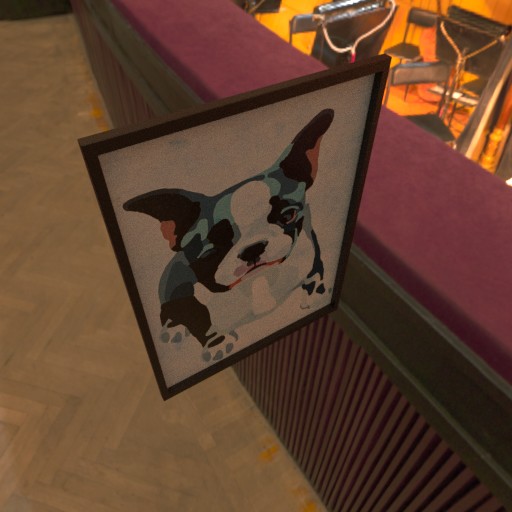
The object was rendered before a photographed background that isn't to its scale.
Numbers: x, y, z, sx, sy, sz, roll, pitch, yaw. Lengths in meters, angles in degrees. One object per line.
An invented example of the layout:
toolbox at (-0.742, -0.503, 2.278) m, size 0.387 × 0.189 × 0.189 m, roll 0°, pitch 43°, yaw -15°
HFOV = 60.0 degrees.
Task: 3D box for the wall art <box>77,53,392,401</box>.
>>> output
wall art at (0.000, 0.000, 1.337) m, size 0.774 × 1.027 × 0.030 m, roll -24°, pitch 50°, yaw -21°
